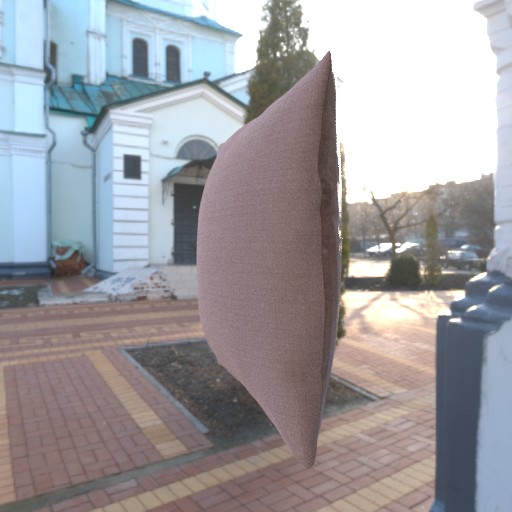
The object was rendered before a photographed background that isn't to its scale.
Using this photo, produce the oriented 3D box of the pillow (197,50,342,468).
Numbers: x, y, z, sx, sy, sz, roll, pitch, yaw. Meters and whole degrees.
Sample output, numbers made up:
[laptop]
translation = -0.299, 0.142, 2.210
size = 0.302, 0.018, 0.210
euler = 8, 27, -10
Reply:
[pillow]
translation = 0.000, 0.000, 0.708
size = 0.175, 0.464, 0.470
euler = 0, 1, -18
